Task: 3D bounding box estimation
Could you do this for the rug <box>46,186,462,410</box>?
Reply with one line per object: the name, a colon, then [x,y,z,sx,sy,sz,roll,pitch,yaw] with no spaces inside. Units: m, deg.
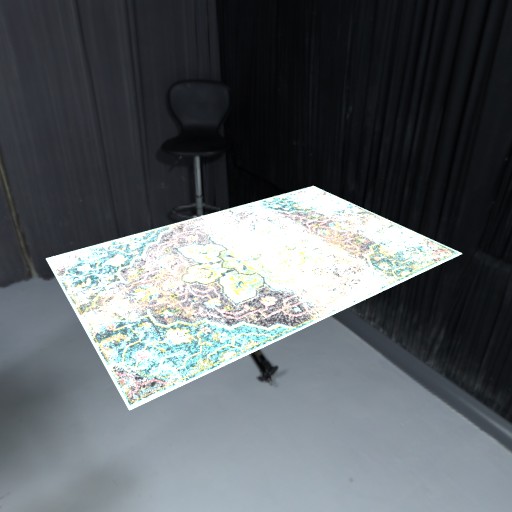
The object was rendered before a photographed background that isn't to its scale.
rug: [0.000,0.000,2.972,2.363,0.004,1.566,-18,35,-29]
